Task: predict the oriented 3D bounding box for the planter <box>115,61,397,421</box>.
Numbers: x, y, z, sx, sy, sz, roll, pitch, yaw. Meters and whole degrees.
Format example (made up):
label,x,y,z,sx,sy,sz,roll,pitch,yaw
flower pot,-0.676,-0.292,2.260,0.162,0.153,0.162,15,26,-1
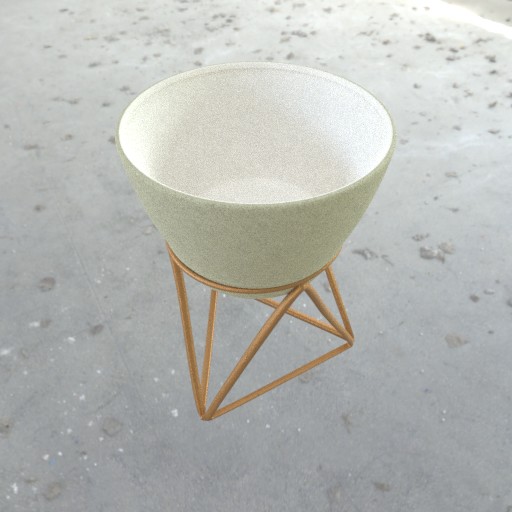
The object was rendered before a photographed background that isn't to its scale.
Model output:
label,x,y,z,sx,sy,sz,roll,pitch,yaw
planter,0.000,0.000,0.743,0.350,0.504,0.350,-22,50,-20
